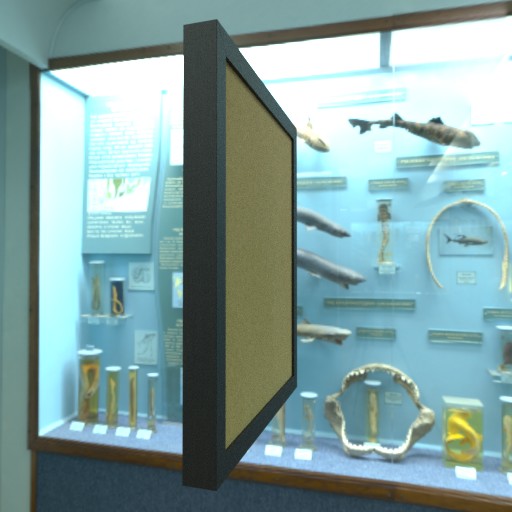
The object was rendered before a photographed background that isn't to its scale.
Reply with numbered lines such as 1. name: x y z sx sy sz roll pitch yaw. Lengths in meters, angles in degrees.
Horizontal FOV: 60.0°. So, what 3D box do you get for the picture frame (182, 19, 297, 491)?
1. picture frame: 0.000 0.000 0.744 0.044 0.555 0.452 0 -1 17
